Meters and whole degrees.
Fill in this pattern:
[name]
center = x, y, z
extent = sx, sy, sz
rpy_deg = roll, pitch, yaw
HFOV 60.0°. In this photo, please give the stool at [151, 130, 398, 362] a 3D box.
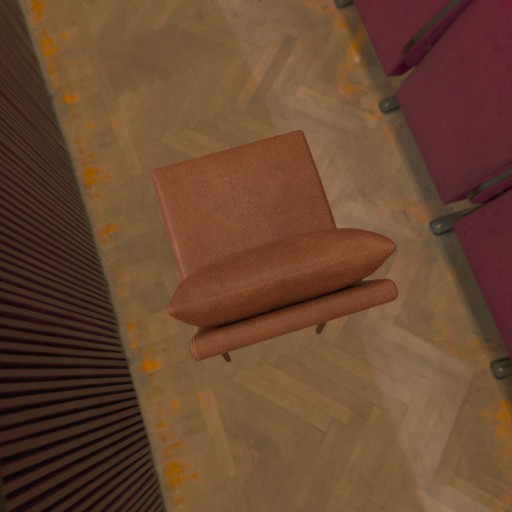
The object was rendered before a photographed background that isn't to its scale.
[stool]
center = 0.000, 0.000, 1.396
extent = 0.463, 1.124, 0.571
rpy_deg = -16, 76, -4
